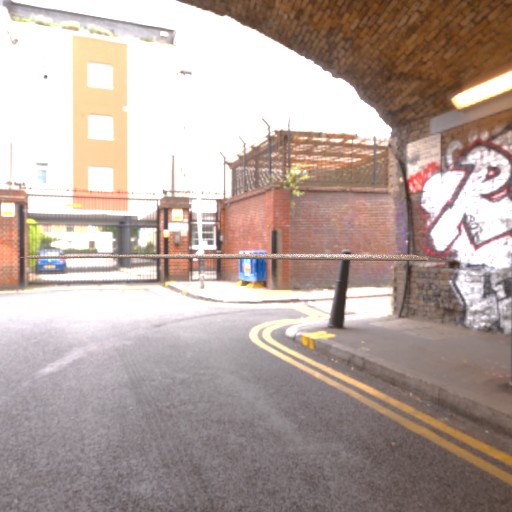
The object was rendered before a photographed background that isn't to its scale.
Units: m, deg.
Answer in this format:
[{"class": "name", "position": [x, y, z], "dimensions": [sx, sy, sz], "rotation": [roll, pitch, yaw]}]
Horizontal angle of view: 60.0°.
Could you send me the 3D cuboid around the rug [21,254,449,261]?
[{"class": "rug", "position": [0.000, 0.000, 4.774], "dimensions": [3.585, 0.036, 2.892], "rotation": [0, 1, 18]}]
